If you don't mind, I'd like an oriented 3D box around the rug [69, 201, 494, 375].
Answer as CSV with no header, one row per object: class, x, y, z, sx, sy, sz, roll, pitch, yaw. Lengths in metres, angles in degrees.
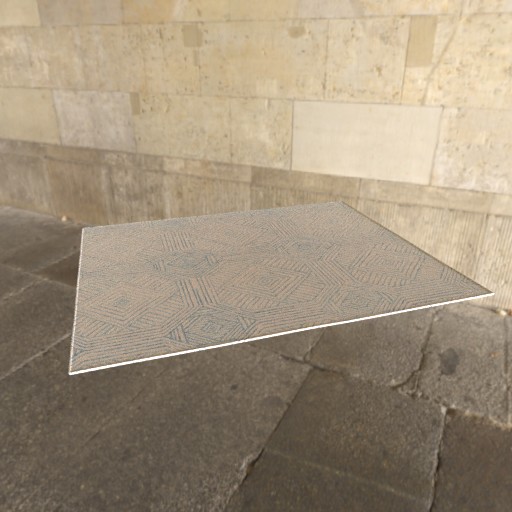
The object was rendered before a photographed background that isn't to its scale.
rug,0.000,0.000,4.029,3.049,0.015,2.457,-8,26,-16
